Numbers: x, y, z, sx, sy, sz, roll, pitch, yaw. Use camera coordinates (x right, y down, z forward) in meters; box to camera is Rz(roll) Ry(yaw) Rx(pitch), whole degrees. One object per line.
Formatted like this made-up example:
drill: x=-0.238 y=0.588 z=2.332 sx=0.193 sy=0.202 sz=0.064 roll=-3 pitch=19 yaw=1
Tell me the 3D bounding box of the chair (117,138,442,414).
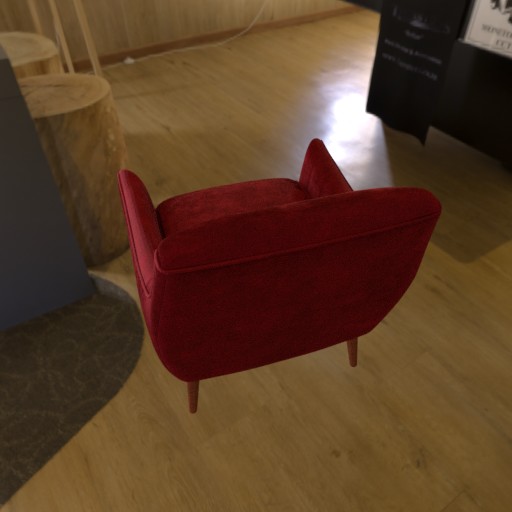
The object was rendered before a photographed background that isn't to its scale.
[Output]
chair: x=0.000 y=0.000 z=1.417 sx=0.762 sy=0.838 sz=0.787 roll=-12 pitch=45 yaw=-13
